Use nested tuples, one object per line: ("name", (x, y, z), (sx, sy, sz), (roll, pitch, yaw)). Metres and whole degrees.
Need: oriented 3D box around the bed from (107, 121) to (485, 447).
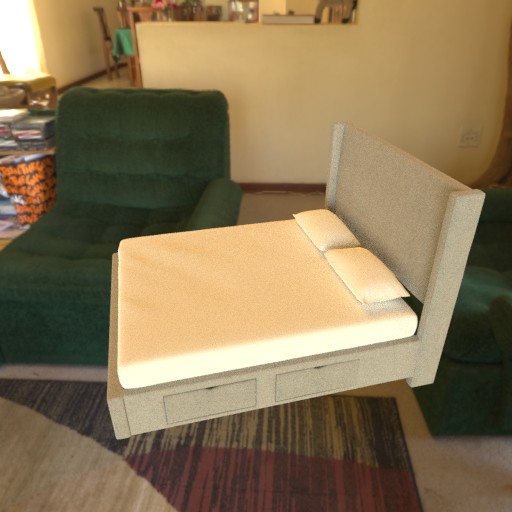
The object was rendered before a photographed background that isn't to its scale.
("bed", (0.000, 0.000, 3.355), (2.222, 1.491, 1.774), (-7, 31, -13))
